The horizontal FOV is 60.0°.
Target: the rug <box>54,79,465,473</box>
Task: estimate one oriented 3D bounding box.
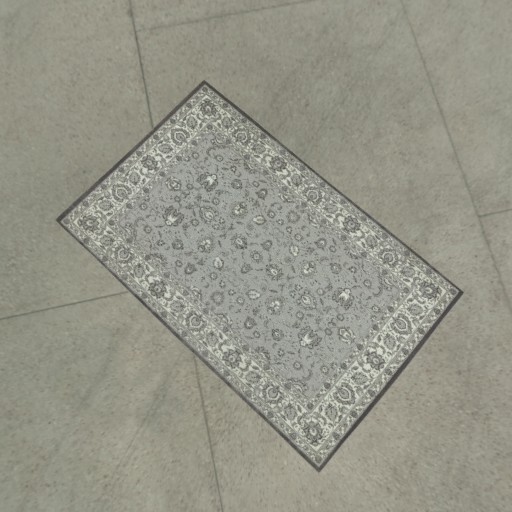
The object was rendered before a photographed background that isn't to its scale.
[{"bbox_3d":[0.000,0.000,3.039,2.438,0.011,1.524,41,80,9],"label":"rug"}]
